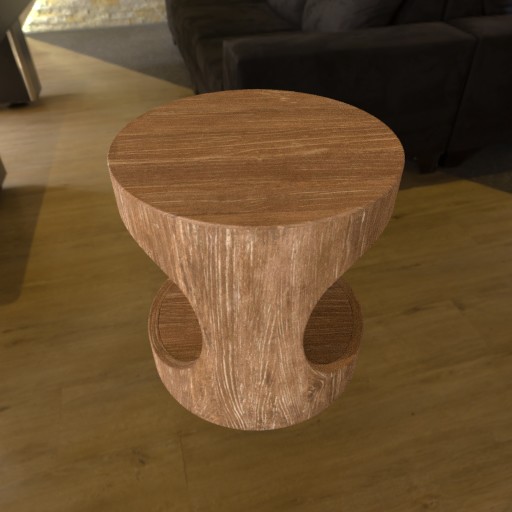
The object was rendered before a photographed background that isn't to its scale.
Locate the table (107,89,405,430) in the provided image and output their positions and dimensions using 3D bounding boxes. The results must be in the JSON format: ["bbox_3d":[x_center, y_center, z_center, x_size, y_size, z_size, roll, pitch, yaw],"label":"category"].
[{"bbox_3d":[0.000,0.000,0.988,0.527,0.551,0.527,0,40,0],"label":"table"}]
